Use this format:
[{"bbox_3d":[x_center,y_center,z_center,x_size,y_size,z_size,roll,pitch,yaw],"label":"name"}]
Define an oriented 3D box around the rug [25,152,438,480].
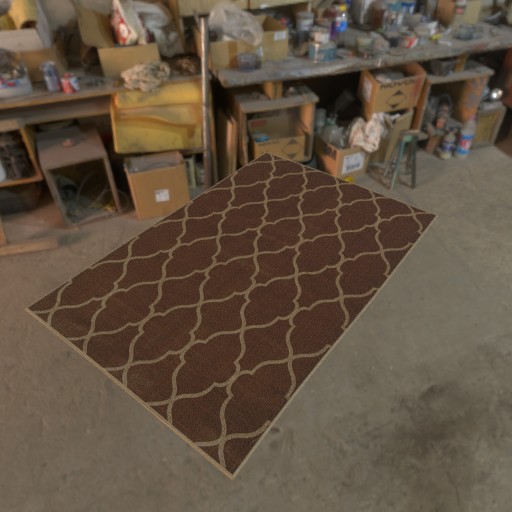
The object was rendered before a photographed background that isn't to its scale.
[{"bbox_3d":[0.000,0.000,2.822,1.528,0.014,2.294,27,48,27],"label":"rug"}]
